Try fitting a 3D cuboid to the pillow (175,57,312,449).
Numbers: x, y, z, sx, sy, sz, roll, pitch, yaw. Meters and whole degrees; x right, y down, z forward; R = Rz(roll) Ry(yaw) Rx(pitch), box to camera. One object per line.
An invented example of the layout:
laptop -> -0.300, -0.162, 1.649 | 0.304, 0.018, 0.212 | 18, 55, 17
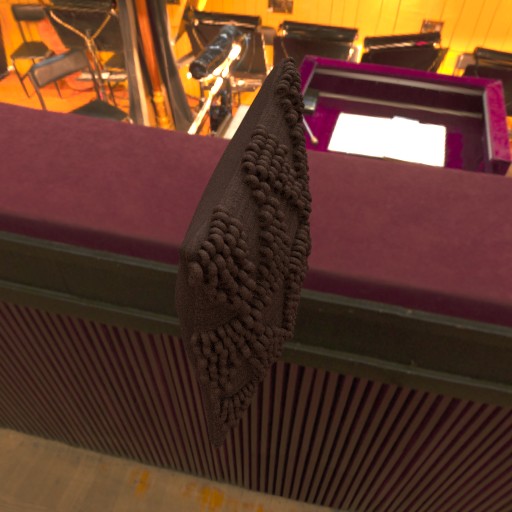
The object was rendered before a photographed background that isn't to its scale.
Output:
pillow -> 0.000, 0.000, 0.719 | 0.172, 0.467, 0.470 | 10, 48, 10
